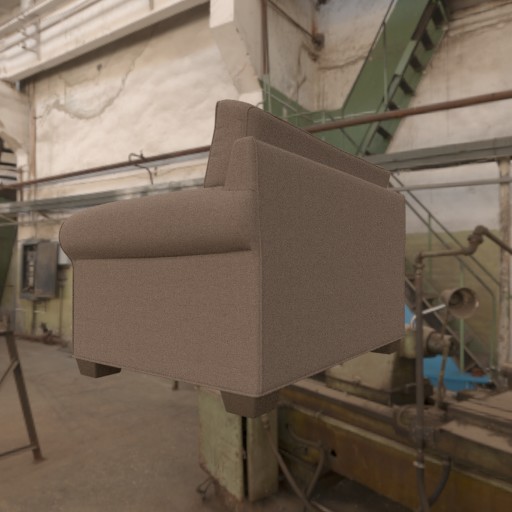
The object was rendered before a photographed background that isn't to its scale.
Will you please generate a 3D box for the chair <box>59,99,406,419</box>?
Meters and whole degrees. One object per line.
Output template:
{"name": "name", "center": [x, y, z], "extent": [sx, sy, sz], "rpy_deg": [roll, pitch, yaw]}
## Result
{"name": "chair", "center": [0.000, 0.000, 1.970], "extent": [0.930, 0.930, 1.390], "rpy_deg": [-1, -1, 36]}
